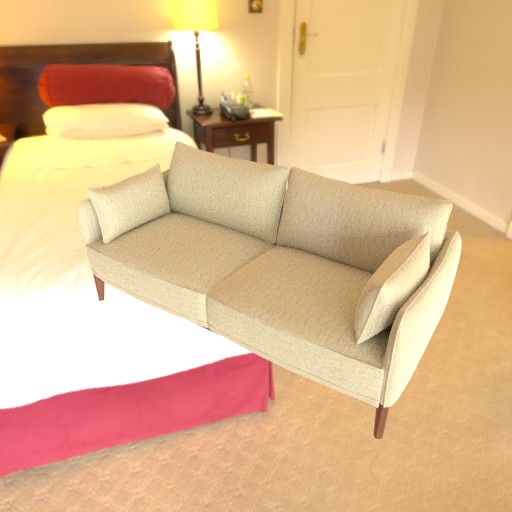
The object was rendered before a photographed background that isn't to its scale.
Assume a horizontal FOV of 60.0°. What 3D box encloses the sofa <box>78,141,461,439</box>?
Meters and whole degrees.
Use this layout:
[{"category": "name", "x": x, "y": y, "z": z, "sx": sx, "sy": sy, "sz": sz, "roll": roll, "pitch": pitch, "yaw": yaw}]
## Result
[{"category": "sofa", "x": 0.000, "y": 0.000, "z": 2.512, "sx": 1.989, "sy": 0.860, "sz": 0.991, "roll": 19, "pitch": 35, "yaw": 29}]
